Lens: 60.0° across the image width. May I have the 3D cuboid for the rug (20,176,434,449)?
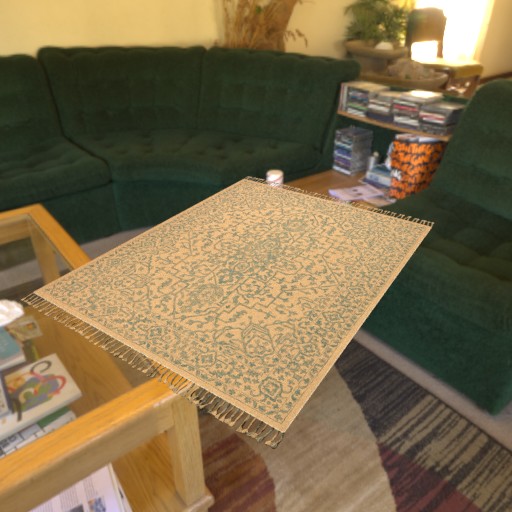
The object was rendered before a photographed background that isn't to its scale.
[{"bbox_3d":[0.000,0.000,4.201,2.464,0.010,3.327,19,36,28],"label":"rug"}]
